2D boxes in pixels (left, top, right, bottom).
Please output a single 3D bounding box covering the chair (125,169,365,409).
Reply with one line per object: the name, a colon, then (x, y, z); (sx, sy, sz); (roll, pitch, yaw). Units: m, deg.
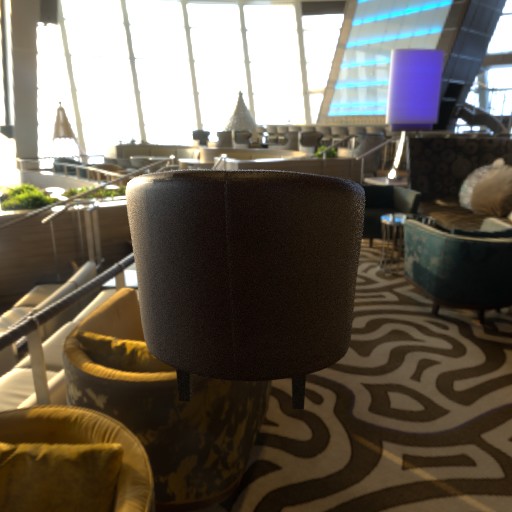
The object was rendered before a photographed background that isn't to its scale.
chair: (0.000, 0.000, 1.703); (0.737, 0.755, 1.176); (2, 17, 6)
